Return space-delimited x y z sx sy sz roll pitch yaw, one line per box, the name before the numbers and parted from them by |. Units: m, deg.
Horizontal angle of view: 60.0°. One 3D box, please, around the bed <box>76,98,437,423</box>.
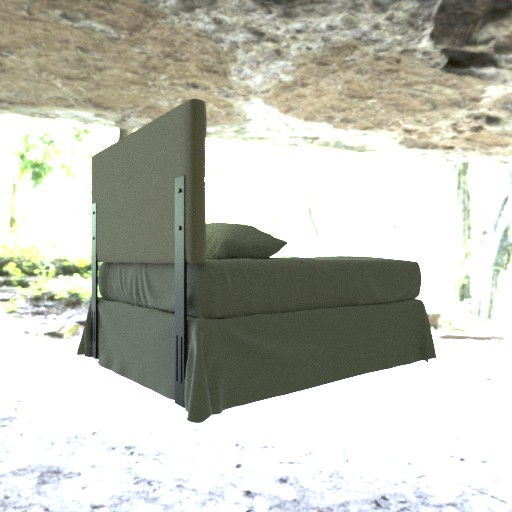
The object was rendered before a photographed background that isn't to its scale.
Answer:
bed | 0.000 0.000 3.472 2.222 1.577 1.936 0 -1 -38
